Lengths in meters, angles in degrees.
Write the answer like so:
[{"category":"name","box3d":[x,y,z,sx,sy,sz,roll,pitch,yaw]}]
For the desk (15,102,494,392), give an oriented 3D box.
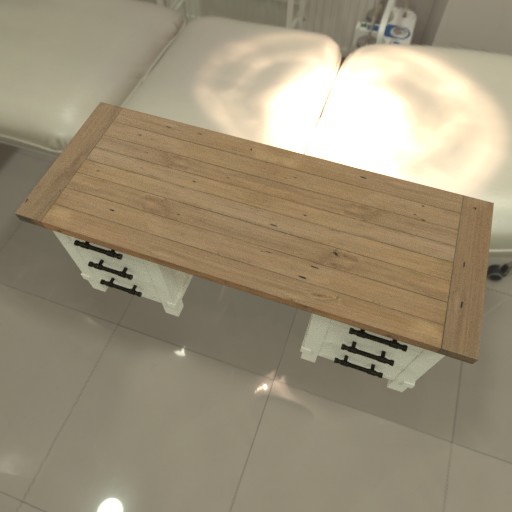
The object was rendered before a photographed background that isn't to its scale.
[{"category":"desk","box3d":[0.000,0.000,2.113,1.803,0.760,0.688,17,61,10]}]
